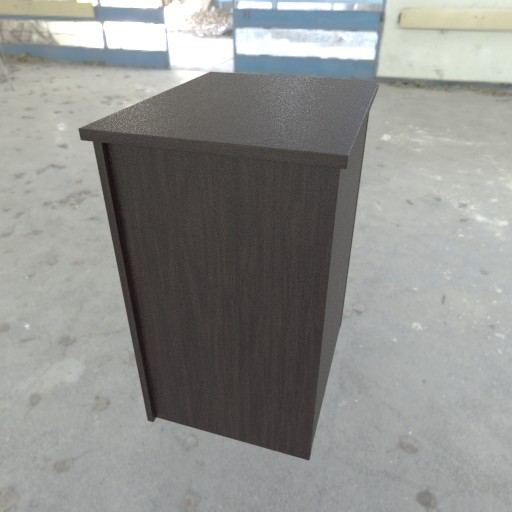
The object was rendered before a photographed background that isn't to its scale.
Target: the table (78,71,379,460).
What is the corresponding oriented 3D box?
[{"bbox_3d":[0.000,0.000,0.935,0.381,0.635,0.480,10,33,15],"label":"table"}]
